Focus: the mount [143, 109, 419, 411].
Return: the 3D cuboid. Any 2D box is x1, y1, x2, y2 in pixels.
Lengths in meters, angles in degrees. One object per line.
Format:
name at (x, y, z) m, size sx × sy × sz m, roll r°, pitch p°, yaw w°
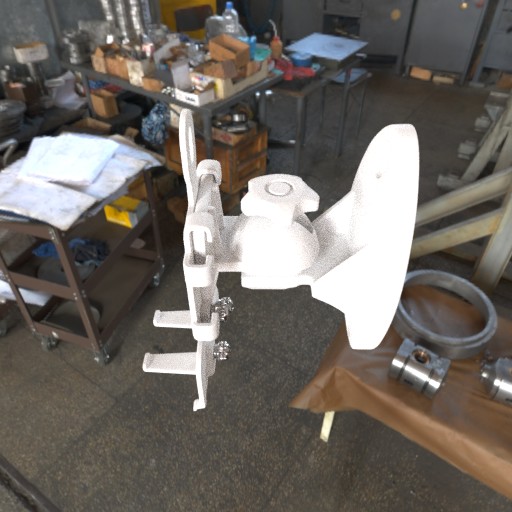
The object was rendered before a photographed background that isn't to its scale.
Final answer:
mount at (0.000, 0.000, 0.175) m, size 0.100 × 0.118 × 0.066 m, roll 0°, pitch 41°, yaw 0°
